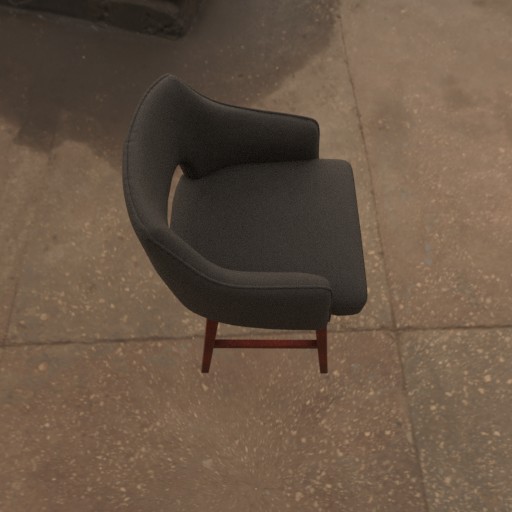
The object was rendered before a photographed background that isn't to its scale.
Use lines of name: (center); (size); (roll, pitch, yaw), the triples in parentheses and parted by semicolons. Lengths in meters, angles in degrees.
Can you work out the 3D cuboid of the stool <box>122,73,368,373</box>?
stool: (0.000, 0.000, 1.343); (0.558, 1.012, 0.548); (0, 62, 0)
